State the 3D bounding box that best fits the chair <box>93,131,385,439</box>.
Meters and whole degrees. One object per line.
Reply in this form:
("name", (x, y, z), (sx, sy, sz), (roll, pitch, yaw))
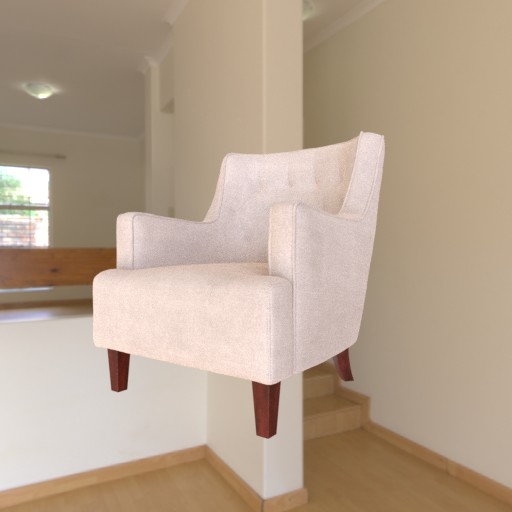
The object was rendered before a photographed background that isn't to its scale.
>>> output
("chair", (0.000, 0.000, 1.638), (0.781, 0.920, 0.910), (1, 1, 36))
